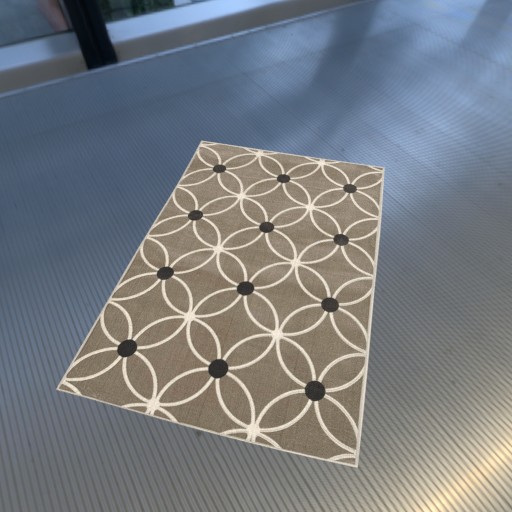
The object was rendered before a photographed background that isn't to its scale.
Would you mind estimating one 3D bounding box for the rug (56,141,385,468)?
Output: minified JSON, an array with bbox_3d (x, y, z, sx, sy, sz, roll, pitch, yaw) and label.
[{"bbox_3d":[0.000,0.000,2.848,1.522,0.008,2.284,11,49,9],"label":"rug"}]
